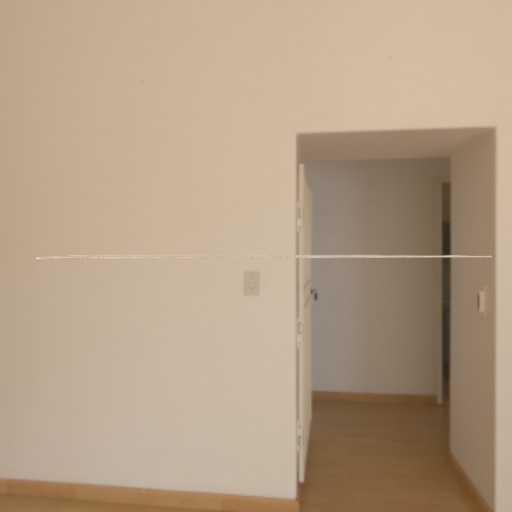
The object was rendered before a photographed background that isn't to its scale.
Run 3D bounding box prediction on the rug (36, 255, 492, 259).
[{"bbox_3d":[0.000,0.000,2.963,2.440,0.012,1.522,0,0,-18],"label":"rug"}]
